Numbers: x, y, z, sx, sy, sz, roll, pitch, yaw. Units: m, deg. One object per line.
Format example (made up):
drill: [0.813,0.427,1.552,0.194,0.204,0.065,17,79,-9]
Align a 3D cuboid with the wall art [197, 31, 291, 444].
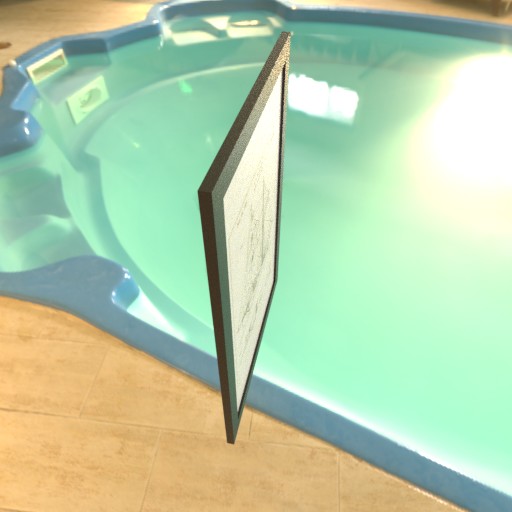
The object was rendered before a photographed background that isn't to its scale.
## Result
wall art: [0.000,0.000,0.691,0.013,0.534,0.381,9,46,9]
